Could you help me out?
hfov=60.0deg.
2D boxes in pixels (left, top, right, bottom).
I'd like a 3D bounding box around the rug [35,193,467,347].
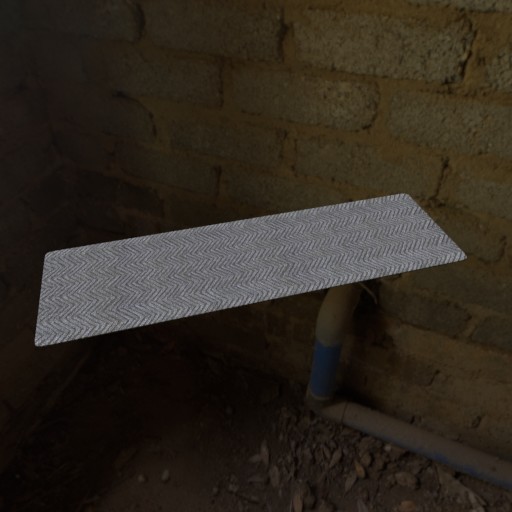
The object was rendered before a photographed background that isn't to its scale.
[{"bbox_3d":[0.000,0.000,2.496,2.286,0.008,0.686,-10,42,-12],"label":"rug"}]
